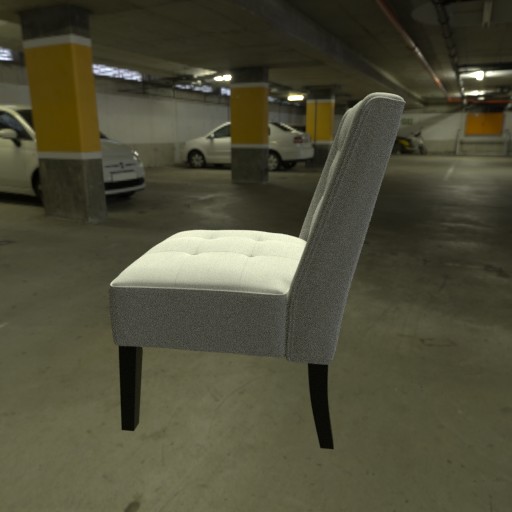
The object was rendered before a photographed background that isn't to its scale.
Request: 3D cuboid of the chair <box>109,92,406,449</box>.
[{"bbox_3d":[0.000,0.000,1.288,0.676,0.853,0.569,2,15,7],"label":"chair"}]
